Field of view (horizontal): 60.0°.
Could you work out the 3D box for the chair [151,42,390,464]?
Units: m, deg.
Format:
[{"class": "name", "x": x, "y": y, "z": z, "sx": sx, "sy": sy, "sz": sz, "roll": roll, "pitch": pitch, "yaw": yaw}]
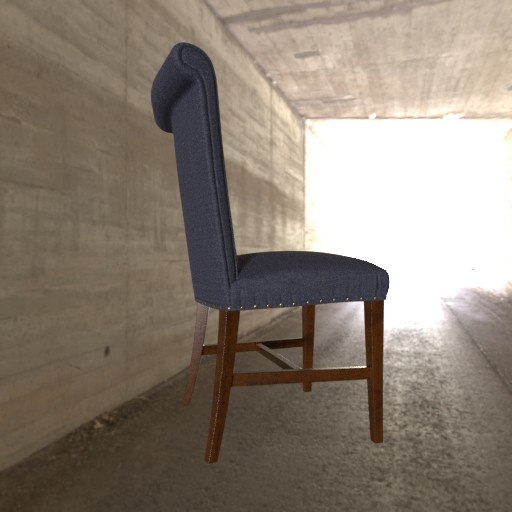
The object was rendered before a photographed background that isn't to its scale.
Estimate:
[{"class": "chair", "x": 0.000, "y": 0.000, "z": 1.322, "sx": 0.608, "sy": 0.988, "sz": 0.513, "roll": 0, "pitch": 0, "yaw": -17}]
